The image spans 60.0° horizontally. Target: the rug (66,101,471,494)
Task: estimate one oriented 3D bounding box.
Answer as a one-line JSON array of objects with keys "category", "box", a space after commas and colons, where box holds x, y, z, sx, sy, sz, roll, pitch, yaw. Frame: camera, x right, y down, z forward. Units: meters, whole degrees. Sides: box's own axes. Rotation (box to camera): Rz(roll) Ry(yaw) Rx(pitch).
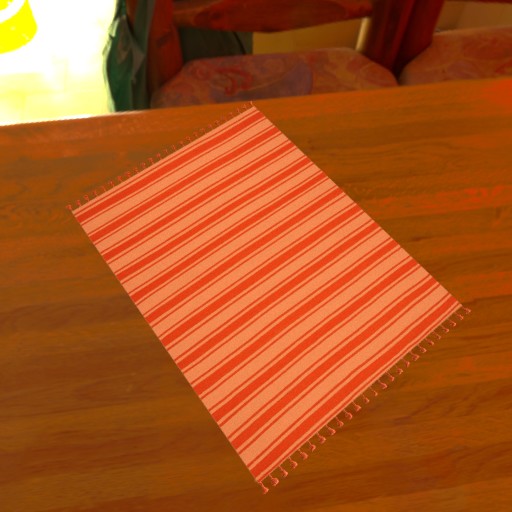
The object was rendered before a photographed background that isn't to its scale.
[{"category": "rug", "box": [0.000, 0.000, 4.377, 2.451, 0.035, 3.369, -35, 68, -16]}]
